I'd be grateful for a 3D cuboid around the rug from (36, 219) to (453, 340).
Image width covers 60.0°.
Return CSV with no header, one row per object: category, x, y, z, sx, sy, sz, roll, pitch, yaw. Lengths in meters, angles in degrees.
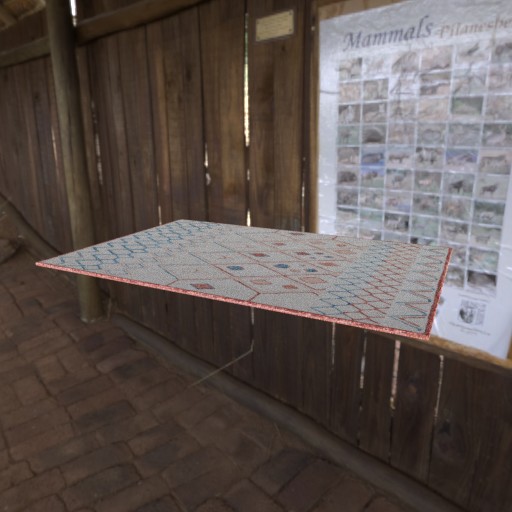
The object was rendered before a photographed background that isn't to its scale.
rug,0.000,0.000,2.321,1.829,0.016,1.219,8,18,25
